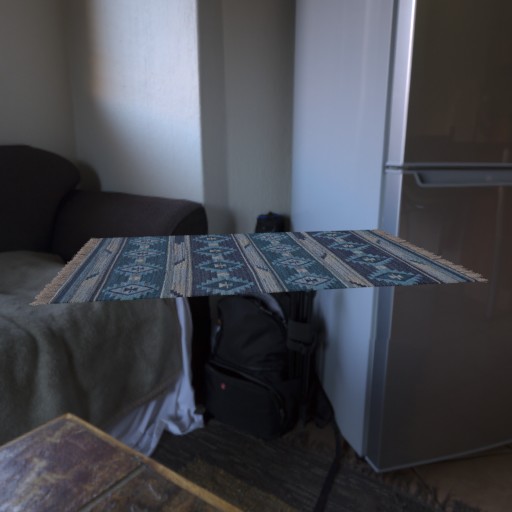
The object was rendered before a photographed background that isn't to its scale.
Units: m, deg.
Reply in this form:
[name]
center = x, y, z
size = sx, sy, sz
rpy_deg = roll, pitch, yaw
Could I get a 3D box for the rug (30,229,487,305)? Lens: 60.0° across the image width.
[rug]
center = 0.000, 0.000, 2.387
size = 1.936, 0.028, 1.181
rpy_deg = -2, 15, -9
